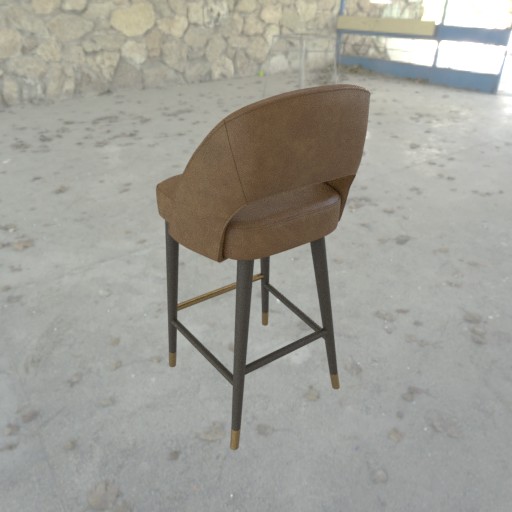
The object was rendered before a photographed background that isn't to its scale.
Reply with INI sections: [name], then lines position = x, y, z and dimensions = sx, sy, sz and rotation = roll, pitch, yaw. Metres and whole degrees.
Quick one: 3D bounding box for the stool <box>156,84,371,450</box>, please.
[stool]
position = 0.000, 0.000, 1.343
dimensions = 0.494, 1.037, 0.509
rotation = -19, 35, -30
